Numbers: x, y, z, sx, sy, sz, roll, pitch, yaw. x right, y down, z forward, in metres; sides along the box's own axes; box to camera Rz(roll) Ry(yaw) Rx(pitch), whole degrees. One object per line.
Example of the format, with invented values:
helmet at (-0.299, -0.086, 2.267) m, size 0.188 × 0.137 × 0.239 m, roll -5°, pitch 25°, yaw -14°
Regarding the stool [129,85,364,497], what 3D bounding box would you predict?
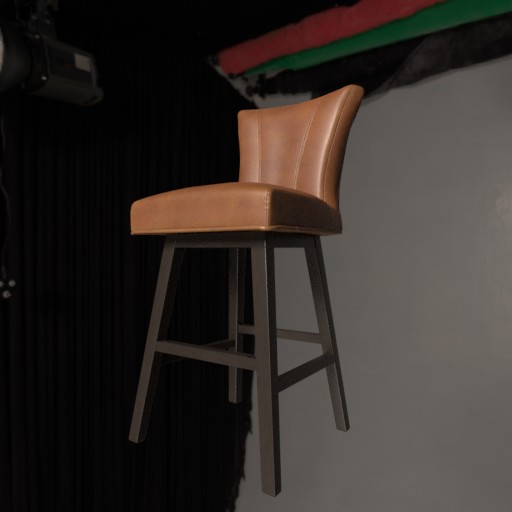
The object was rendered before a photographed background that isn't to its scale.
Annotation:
stool at (0.000, 0.000, 1.384) m, size 0.522 × 1.094 × 0.585 m, roll 1°, pitch 1°, yaw 36°
